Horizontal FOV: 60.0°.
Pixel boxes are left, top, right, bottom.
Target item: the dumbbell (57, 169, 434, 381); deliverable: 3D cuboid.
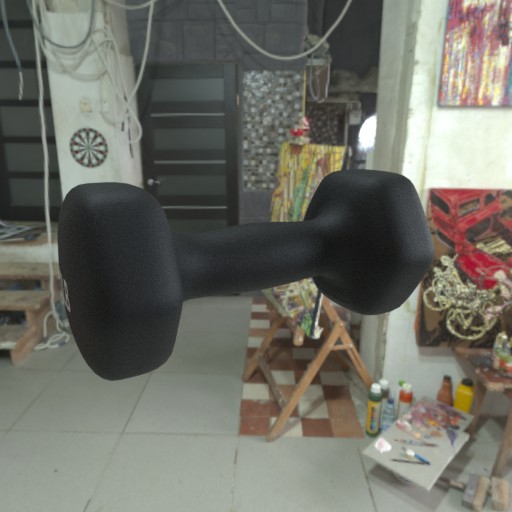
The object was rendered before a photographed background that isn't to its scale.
[{"bbox_3d":[0.000,0.000,0.286,0.231,0.101,0.112,-8,18,-27],"label":"dumbbell"}]
